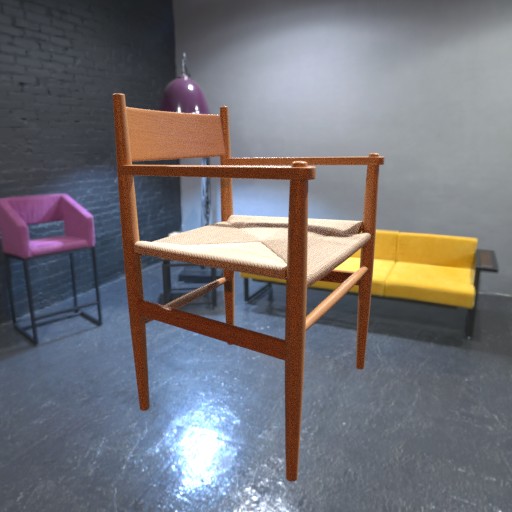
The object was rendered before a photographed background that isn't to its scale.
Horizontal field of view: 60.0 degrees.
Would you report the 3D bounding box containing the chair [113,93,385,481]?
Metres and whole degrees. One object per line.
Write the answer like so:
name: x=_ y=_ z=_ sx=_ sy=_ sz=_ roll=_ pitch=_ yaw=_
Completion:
chair: x=0.000 y=0.000 z=1.126 sx=0.495 sy=0.762 sz=0.556 roll=8 pitch=17 yaw=27
